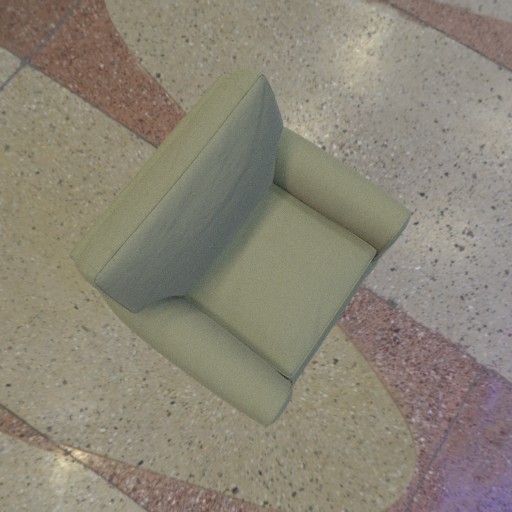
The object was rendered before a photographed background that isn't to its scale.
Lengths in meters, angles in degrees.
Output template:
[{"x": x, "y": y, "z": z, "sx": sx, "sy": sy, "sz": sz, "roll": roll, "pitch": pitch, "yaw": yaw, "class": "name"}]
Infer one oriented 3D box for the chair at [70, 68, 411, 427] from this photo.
[{"x": 0.000, "y": 0.000, "z": 1.938, "sx": 0.988, "sy": 1.017, "sz": 1.135, "roll": 35, "pitch": 79, "yaw": 8, "class": "chair"}]
